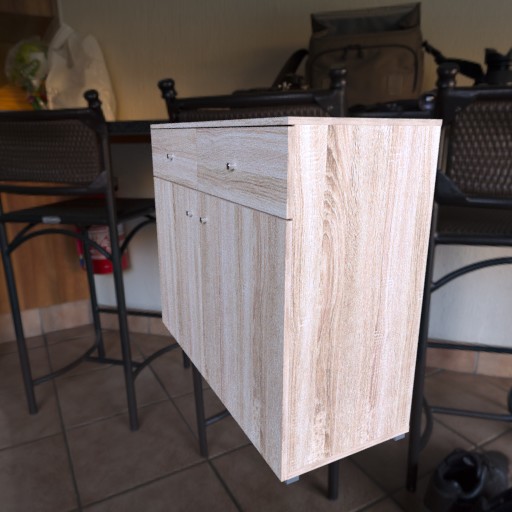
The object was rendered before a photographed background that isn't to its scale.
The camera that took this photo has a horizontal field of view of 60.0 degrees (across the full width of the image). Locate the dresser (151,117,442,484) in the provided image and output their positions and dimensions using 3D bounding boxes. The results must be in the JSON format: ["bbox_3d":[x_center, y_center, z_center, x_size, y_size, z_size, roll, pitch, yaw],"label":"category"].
[{"bbox_3d":[0.000,0.000,1.563,0.450,0.900,1.100,-8,17,-26],"label":"dresser"}]
